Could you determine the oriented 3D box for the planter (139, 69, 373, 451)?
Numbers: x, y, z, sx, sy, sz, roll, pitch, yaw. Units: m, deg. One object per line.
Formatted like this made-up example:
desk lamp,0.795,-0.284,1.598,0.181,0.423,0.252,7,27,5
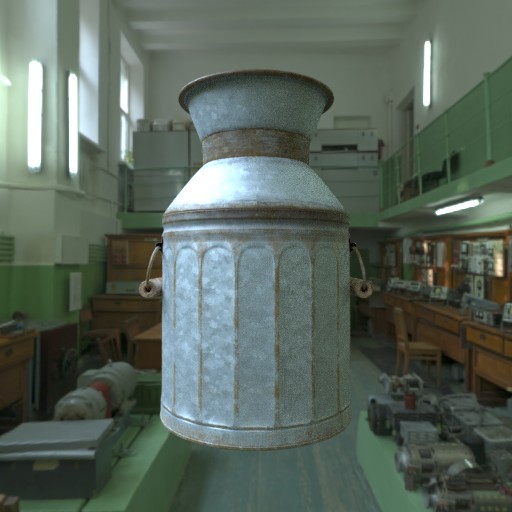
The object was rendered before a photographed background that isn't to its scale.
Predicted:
planter,0.000,0.000,0.509,0.248,0.358,0.215,0,0,0
